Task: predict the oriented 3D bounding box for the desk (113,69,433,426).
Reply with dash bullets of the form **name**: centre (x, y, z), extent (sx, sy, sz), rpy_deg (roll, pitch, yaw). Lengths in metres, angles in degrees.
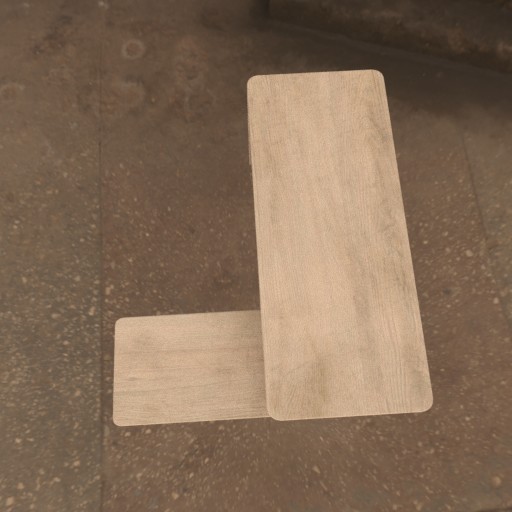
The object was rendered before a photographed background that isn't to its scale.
- **desk**: centre (0.000, 0.000, 2.094), extent (1.175, 0.770, 1.400), rpy_deg (-3, 75, -1)
